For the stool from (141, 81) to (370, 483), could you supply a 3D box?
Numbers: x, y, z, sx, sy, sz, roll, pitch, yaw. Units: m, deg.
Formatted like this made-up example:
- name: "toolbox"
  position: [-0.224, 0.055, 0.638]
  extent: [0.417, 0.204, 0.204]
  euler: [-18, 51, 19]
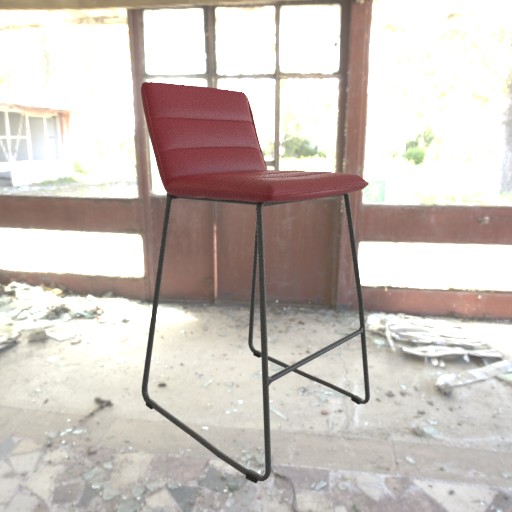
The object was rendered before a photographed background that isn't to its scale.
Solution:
- name: "stool"
  position: [0.000, 0.000, 1.246]
  extent: [0.524, 0.937, 0.489]
  euler: [14, 20, 43]
